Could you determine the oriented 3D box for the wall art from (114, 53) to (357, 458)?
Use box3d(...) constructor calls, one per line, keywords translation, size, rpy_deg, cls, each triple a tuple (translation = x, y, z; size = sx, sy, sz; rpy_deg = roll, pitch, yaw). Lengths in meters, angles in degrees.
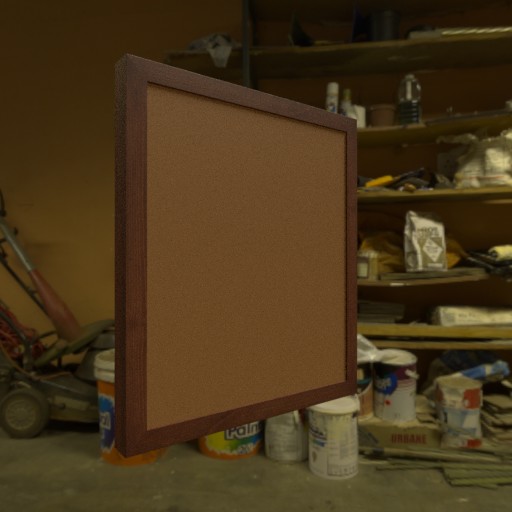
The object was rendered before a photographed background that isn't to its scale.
box3d(translation=(0.000, 0.000, 0.529), size=(0.330, 0.381, 0.030), rpy_deg=(0, 0, -37), cls="wall art")
